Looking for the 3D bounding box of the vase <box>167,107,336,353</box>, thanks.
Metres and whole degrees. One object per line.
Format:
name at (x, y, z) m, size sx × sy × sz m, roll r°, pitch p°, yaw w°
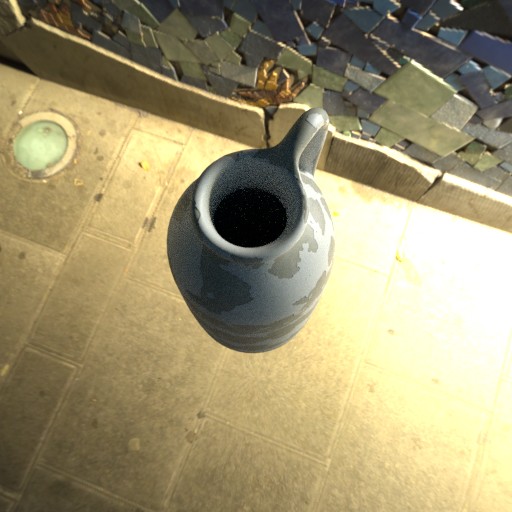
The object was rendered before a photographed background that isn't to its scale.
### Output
vase at (0.000, 0.000, 0.507) m, size 0.186 × 0.382 × 0.203 m, roll 35°, pitch 77°, yaw 9°
